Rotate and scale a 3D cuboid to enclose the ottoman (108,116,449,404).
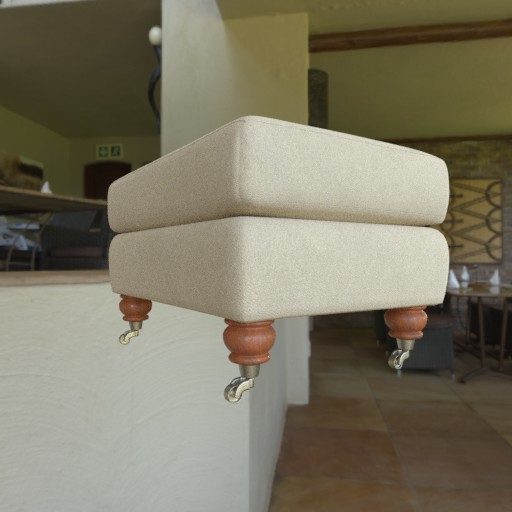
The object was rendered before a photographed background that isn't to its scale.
[{"bbox_3d":[0.000,0.000,1.141,0.569,0.504,0.773,0,0,-34],"label":"ottoman"}]
